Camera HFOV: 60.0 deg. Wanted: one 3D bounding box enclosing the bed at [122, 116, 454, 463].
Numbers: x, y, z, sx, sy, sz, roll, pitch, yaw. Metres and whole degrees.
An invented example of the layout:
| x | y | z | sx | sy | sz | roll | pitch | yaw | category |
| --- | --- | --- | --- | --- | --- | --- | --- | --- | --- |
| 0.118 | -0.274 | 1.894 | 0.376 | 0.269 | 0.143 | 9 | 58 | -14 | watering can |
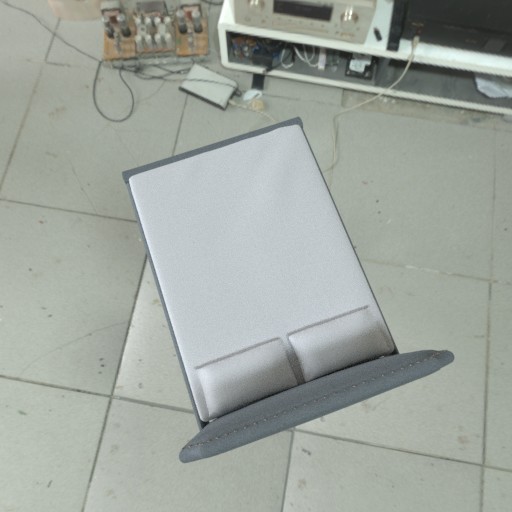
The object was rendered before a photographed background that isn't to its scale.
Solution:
| x | y | z | sx | sy | sz | roll | pitch | yaw | category |
| --- | --- | --- | --- | --- | --- | --- | --- | --- | --- |
| 0.000 | 0.000 | 3.416 | 1.712 | 1.443 | 2.372 | -19 | 75 | -5 | bed |
